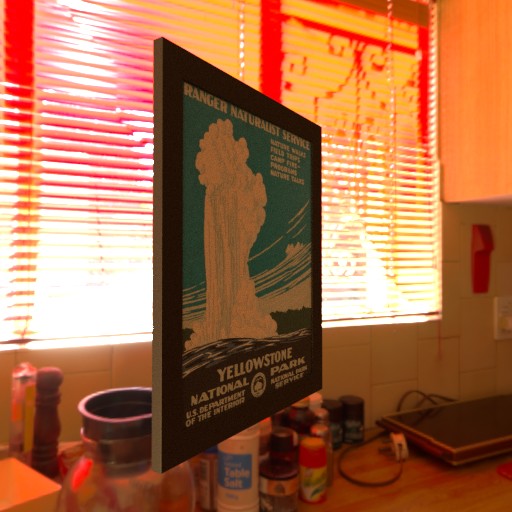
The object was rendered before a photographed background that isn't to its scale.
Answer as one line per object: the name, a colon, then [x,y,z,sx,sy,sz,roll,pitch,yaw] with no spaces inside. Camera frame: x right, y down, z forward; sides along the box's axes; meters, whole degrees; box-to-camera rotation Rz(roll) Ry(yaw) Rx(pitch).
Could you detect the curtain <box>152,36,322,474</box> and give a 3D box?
curtain: [0.000,0.000,0.798,0.027,0.585,0.483,-1,-1,34]
